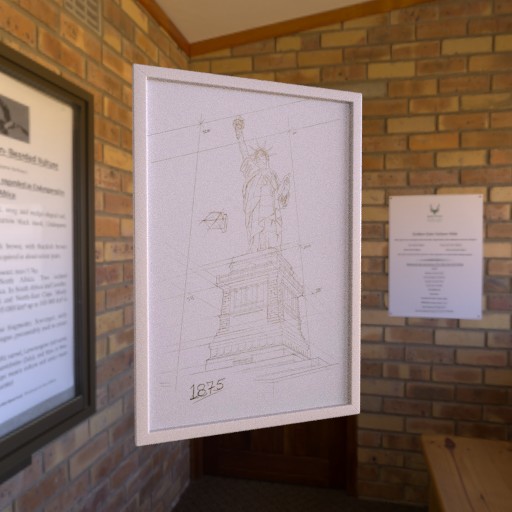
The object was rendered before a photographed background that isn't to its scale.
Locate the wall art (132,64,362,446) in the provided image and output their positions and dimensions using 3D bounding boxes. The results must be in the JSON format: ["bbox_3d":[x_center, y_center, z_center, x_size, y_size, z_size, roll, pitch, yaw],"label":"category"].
[{"bbox_3d":[0.000,0.000,1.516,0.808,1.183,0.038,-1,2,-19],"label":"wall art"}]
